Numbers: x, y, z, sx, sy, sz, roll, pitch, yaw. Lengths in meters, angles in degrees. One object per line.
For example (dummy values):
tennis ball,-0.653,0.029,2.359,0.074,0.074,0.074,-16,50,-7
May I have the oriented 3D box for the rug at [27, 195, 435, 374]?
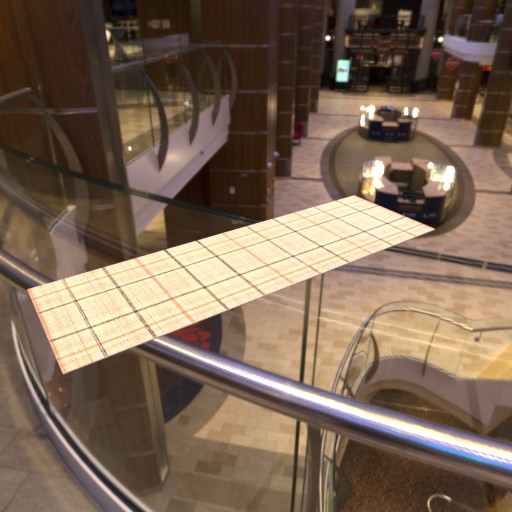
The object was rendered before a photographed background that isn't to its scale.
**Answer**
rug,0.000,0.000,2.696,2.439,0.008,0.762,-18,34,-30
